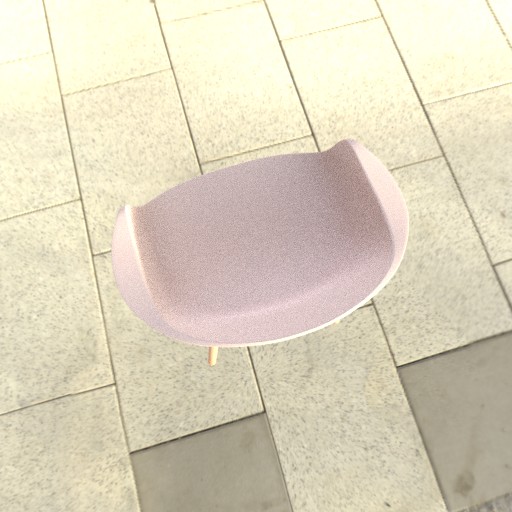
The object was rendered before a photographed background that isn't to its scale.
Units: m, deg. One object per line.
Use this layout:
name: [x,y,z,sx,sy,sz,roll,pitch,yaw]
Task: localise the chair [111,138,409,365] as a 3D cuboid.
chair: [0.000,0.000,1.164,0.593,0.781,0.504,-18,75,-5]
